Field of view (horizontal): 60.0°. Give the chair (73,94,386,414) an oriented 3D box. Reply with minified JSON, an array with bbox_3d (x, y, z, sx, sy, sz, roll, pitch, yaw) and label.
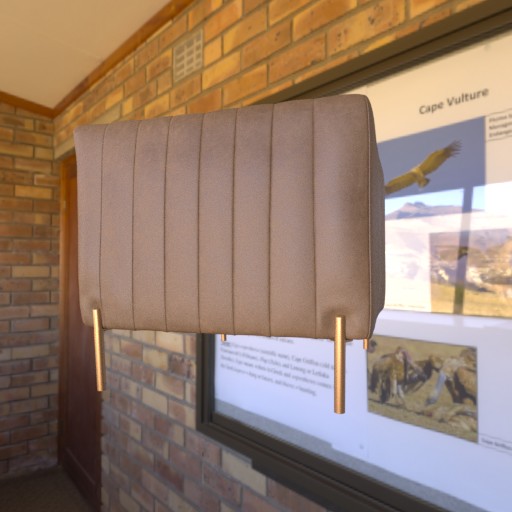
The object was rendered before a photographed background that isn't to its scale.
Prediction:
[{"bbox_3d":[0.000,0.000,1.598,0.876,0.779,0.981,-1,-2,18],"label":"chair"}]
